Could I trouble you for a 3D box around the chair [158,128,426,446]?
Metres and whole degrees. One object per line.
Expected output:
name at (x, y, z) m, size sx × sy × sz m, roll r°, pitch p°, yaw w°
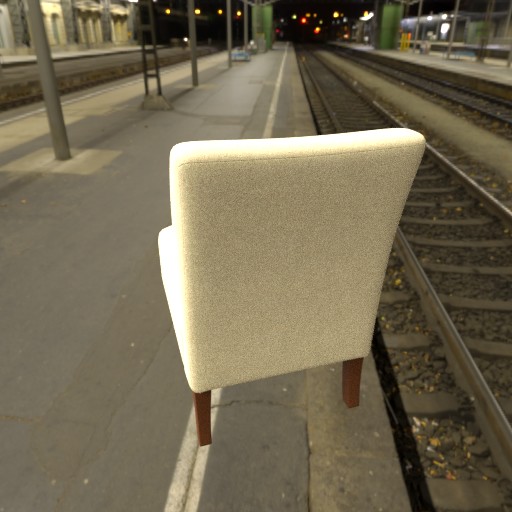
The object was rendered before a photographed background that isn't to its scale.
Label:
chair at (0.000, 0.000, 1.326) m, size 0.521 × 0.833 × 0.754 m, roll -8°, pitch 28°, yaw -15°
